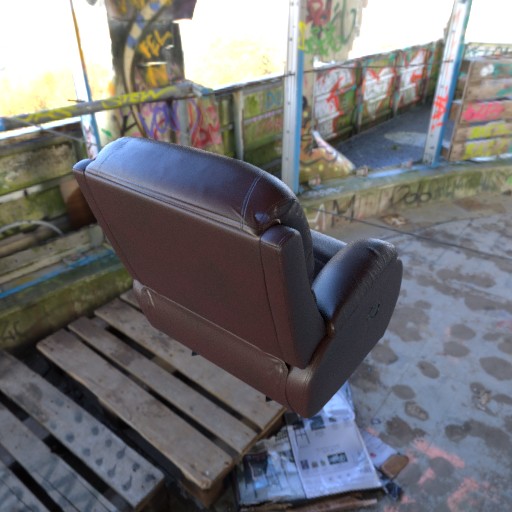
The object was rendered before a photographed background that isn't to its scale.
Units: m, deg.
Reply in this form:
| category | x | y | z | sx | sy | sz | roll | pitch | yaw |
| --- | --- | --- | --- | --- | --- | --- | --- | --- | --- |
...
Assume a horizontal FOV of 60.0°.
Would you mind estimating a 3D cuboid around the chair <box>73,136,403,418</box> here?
| category | x | y | z | sx | sy | sz | roll | pitch | yaw |
| --- | --- | --- | --- | --- | --- | --- | --- | --- | --- |
| chair | 0.000 | 0.000 | 1.744 | 0.930 | 1.011 | 0.899 | 22 | 38 | 32 |
